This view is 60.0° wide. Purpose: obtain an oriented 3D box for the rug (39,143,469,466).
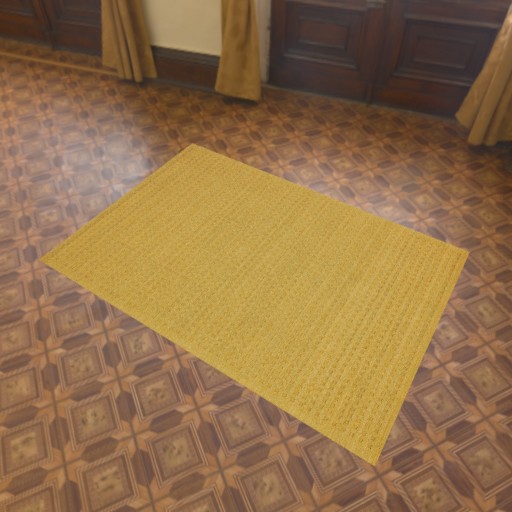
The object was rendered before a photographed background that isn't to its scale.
[{"bbox_3d":[0.000,0.000,3.610,2.895,0.006,1.981,26,52,22],"label":"rug"}]
